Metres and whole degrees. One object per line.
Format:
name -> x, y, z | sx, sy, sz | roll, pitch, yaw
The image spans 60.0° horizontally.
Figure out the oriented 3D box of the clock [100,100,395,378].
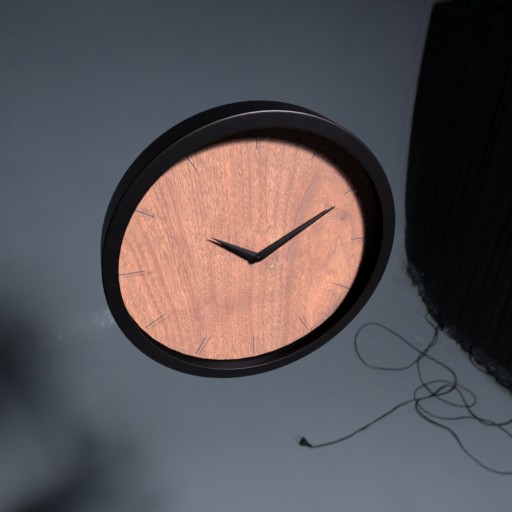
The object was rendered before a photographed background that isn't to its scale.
clock -> 0.000, 0.000, 0.474 | 0.314, 0.314, 0.040 | -9, 33, -15
